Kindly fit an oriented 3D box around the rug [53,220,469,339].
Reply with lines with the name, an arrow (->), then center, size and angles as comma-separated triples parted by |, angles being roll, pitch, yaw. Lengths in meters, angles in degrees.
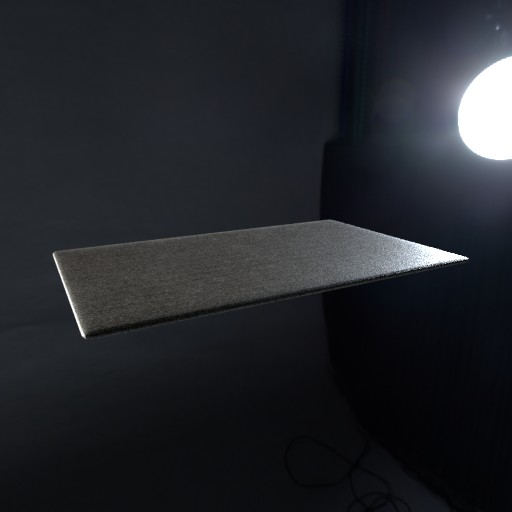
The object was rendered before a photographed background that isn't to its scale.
rug -> 0.000, 0.000, 3.069 | 2.469, 0.024, 1.539 | -8, 18, -27
